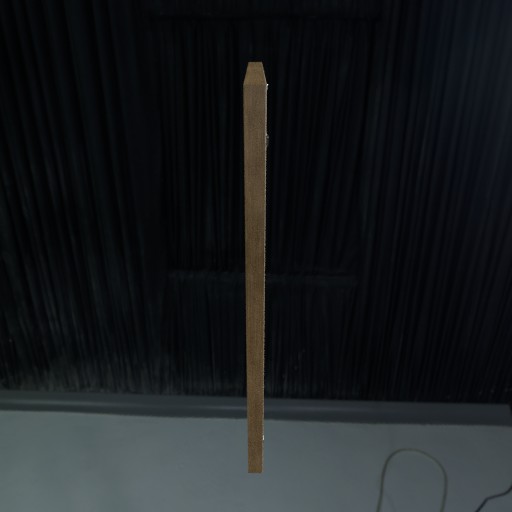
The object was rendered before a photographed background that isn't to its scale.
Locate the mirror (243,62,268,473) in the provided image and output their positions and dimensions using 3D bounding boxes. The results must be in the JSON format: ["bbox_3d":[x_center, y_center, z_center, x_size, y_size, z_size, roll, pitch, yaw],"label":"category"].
[{"bbox_3d":[0.000,0.000,1.180,0.041,0.915,0.609,0,27,0],"label":"mirror"}]
